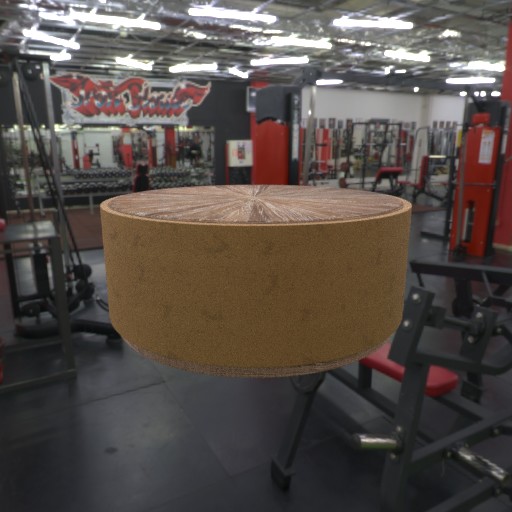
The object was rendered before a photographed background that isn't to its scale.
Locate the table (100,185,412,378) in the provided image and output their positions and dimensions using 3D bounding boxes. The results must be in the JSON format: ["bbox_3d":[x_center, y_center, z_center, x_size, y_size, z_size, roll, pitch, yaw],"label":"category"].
[{"bbox_3d":[0.000,0.000,1.551,1.001,0.409,1.001,0,14,0],"label":"table"}]
